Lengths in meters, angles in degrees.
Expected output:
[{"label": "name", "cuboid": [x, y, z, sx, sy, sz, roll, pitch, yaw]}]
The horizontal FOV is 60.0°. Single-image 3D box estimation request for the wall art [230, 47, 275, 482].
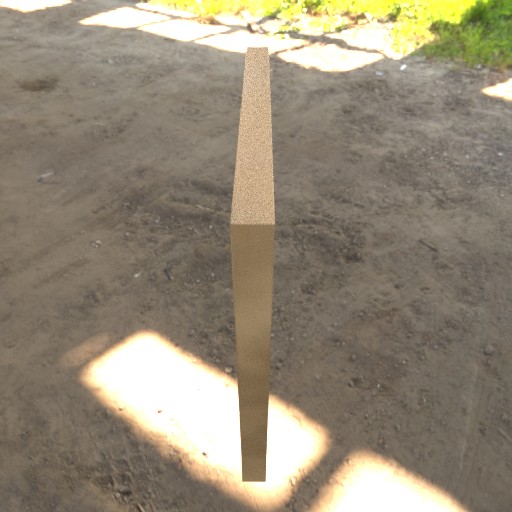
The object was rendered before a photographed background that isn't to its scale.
[{"label": "wall art", "cuboid": [0.000, 0.000, 0.736, 0.038, 0.511, 0.513, 0, 41, 0]}]
